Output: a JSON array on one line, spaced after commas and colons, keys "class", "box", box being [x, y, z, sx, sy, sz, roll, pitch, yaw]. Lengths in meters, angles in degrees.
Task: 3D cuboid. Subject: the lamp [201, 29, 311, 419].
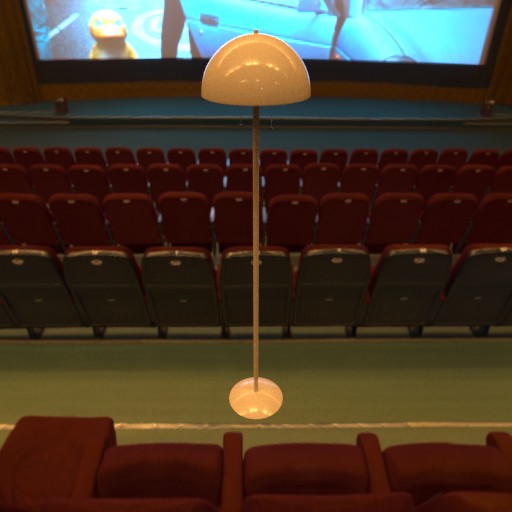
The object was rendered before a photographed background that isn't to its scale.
[{"class": "lamp", "box": [0.000, 0.000, 1.624, 0.328, 1.480, 0.328, -1, 31, -1]}]
